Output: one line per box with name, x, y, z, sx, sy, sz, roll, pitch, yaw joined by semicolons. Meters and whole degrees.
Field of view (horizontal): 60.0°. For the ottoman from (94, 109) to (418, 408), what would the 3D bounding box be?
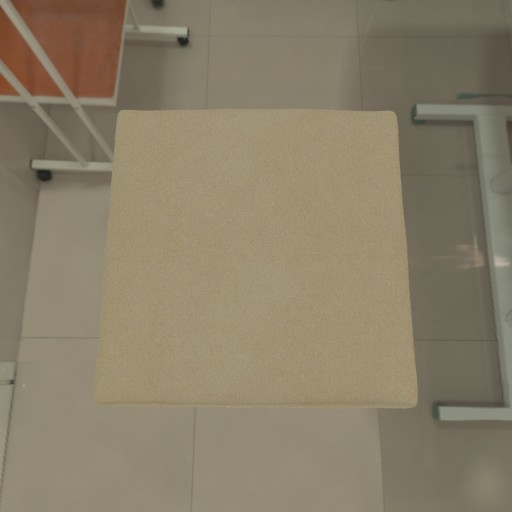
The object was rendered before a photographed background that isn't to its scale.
ottoman;0.000;0.000;1.870;1.190;0.522;1.205;0;76;0
